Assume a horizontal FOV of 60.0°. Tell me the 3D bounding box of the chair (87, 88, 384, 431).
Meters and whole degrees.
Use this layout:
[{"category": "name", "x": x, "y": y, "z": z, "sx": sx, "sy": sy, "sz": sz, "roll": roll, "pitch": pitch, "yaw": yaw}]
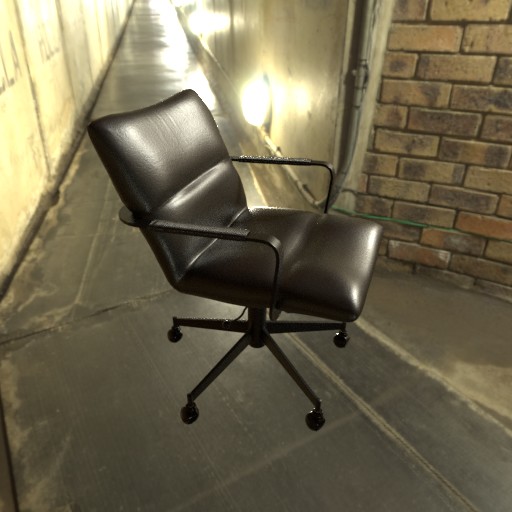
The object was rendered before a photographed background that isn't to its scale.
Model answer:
[{"category": "chair", "x": 0.000, "y": 0.000, "z": 1.442, "sx": 0.748, "sy": 0.922, "sz": 0.719, "roll": 10, "pitch": 31, "yaw": 18}]
